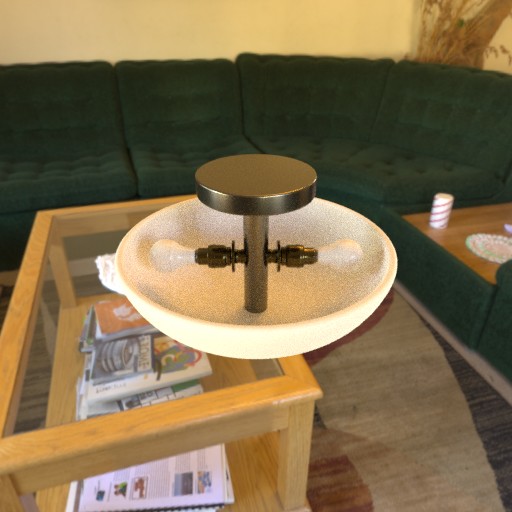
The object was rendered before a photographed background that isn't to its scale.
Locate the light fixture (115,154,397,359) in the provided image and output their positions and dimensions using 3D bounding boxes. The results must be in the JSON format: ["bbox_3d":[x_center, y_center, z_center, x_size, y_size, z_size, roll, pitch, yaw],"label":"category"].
[{"bbox_3d":[0.000,0.000,0.544,0.330,0.214,0.330,0,30,0],"label":"light fixture"}]
